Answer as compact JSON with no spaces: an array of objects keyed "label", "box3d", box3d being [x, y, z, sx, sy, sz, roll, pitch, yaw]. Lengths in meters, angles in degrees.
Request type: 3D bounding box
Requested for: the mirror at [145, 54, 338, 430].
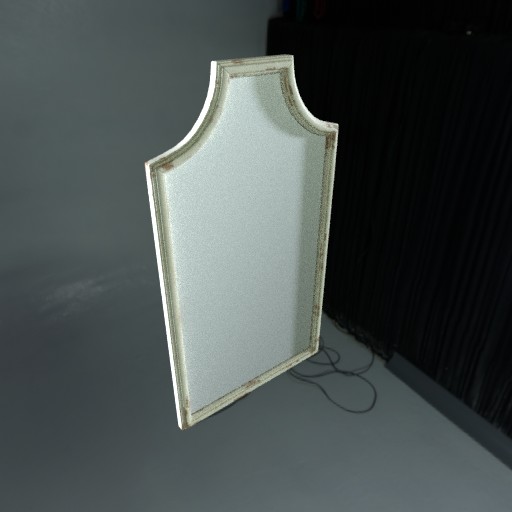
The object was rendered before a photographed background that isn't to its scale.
[{"label":"mirror","box3d":[0.000,0.000,0.875,0.403,0.717,0.022,-21,36,-32]}]
